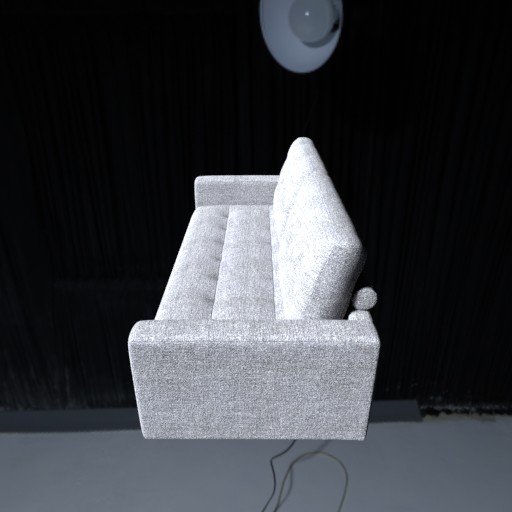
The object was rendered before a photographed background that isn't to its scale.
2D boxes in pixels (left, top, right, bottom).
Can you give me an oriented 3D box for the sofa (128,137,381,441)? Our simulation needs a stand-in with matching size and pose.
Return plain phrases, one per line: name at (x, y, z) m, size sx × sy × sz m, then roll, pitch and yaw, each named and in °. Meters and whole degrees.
sofa at (0.000, 0.000, 2.306) m, size 0.863 × 0.902 × 1.821 m, roll 0°, pitch 27°, yaw 0°
